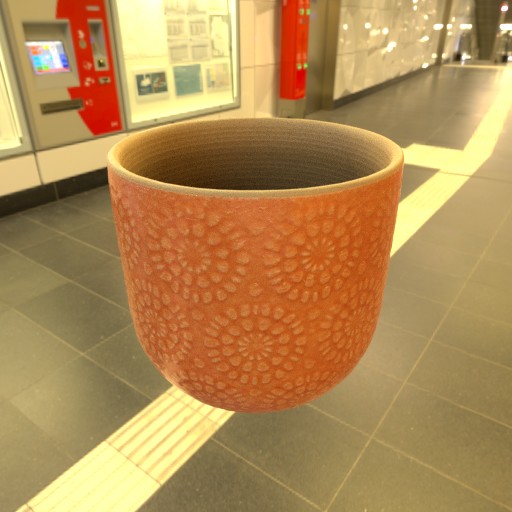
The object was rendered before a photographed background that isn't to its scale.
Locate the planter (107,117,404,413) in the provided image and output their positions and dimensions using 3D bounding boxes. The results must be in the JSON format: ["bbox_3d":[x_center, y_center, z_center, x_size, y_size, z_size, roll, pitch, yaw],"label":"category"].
[{"bbox_3d":[0.000,0.000,0.287,0.170,0.152,0.170,0,28,0],"label":"planter"}]
